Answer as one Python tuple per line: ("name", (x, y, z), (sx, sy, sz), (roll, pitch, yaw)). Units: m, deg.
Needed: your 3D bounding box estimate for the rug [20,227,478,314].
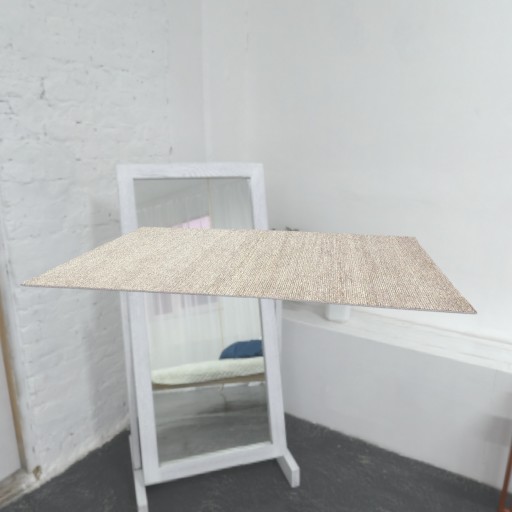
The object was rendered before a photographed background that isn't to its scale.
("rug", (0.000, 0.000, 2.982), (2.342, 0.030, 1.609), (3, 15, 10))
